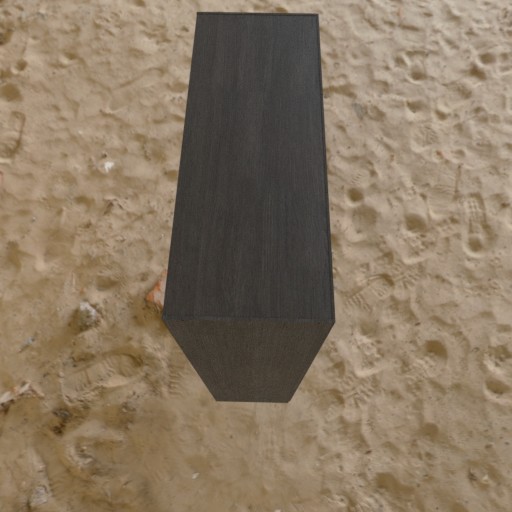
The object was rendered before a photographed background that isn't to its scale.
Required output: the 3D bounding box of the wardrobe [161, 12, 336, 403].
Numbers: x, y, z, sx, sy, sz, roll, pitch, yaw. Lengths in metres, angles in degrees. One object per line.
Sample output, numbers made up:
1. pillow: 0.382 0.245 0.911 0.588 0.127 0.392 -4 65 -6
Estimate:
1. wardrobe: 0.000 0.000 2.392 0.510 1.910 1.290 1 65 1
